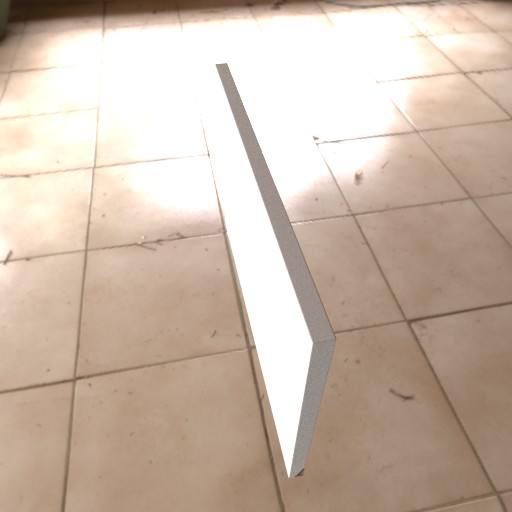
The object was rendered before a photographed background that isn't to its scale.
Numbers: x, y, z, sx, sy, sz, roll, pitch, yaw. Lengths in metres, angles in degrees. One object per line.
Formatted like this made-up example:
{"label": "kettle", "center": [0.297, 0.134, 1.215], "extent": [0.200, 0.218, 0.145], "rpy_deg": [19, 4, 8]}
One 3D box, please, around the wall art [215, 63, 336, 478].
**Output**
{"label": "wall art", "center": [0.000, 0.000, 1.132], "extent": [0.038, 0.601, 0.898], "rpy_deg": [-9, 48, -8]}
